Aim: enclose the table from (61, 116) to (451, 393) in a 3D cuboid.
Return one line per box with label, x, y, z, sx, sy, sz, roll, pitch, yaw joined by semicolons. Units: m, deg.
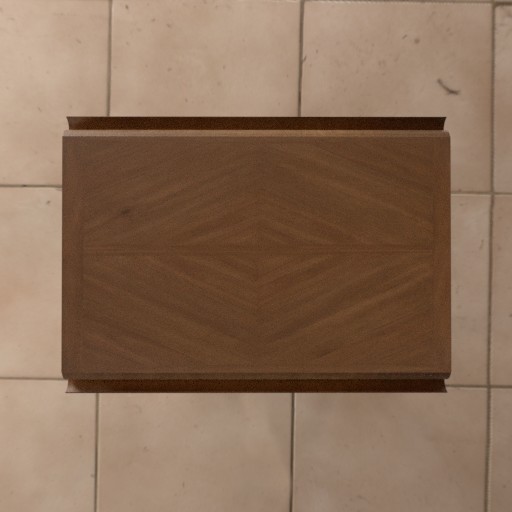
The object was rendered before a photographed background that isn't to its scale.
table;0.000;0.000;1.592;0.967;0.981;0.701;0;89;0
